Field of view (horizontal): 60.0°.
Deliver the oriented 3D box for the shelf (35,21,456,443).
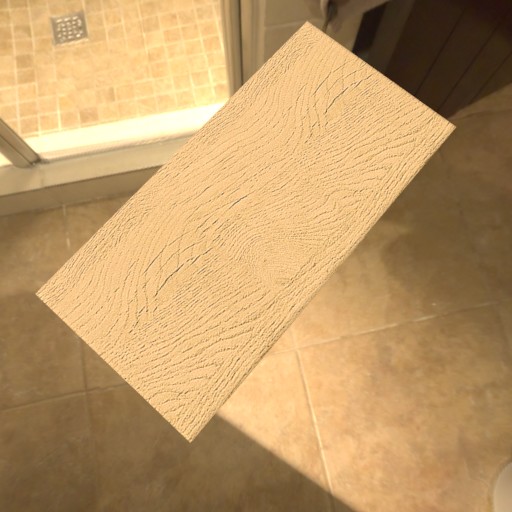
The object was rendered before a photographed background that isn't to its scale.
[{"bbox_3d":[0.000,0.000,1.238,0.390,0.786,0.790,40,79,9],"label":"shelf"}]
